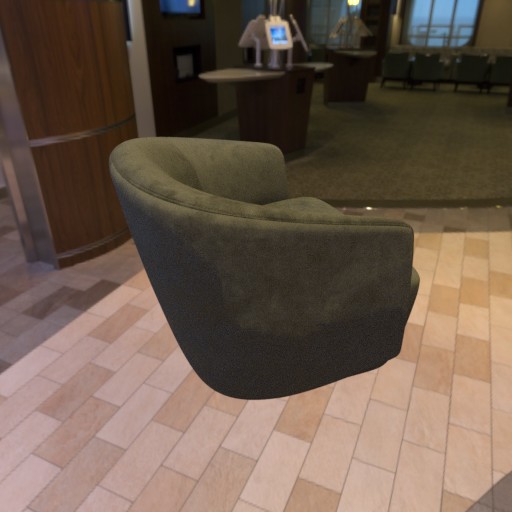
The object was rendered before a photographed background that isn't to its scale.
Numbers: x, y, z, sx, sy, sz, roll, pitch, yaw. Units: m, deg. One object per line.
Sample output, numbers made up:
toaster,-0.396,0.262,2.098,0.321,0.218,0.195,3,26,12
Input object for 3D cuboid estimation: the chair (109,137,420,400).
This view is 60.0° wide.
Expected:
chair,0.000,0.000,1.355,0.767,0.698,0.773,-11,30,-19
